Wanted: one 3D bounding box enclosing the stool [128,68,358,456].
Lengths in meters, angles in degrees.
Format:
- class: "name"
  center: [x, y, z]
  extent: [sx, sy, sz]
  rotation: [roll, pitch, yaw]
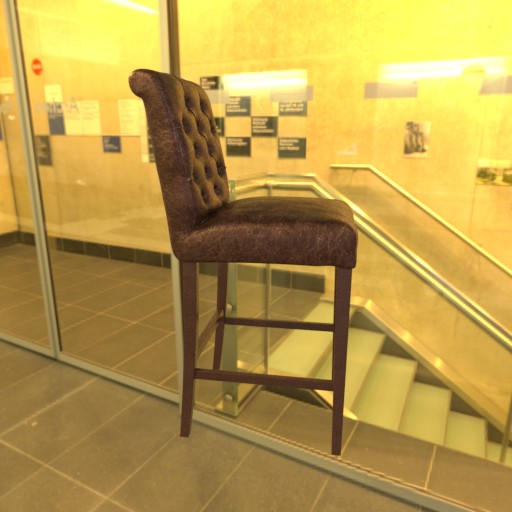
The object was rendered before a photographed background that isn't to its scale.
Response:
- class: "stool"
  center: [0.000, 0.000, 1.526]
  extent: [0.659, 1.168, 0.483]
  rotation: [3, 16, 9]
